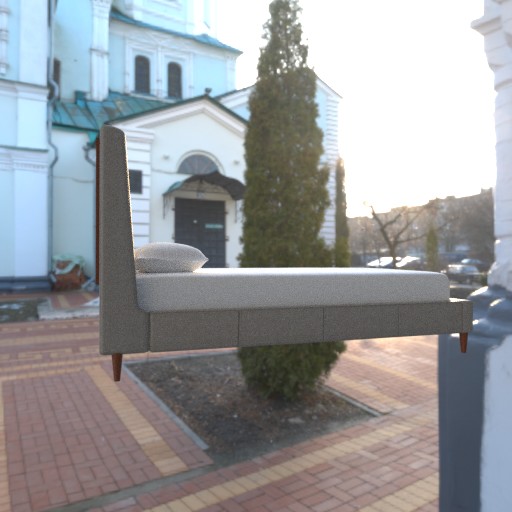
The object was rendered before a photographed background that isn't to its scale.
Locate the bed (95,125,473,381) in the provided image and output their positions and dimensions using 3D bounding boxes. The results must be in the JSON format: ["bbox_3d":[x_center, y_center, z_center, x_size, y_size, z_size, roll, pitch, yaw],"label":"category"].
[{"bbox_3d":[0.000,0.000,3.525,2.342,1.289,2.062,0,-1,-18],"label":"bed"}]
